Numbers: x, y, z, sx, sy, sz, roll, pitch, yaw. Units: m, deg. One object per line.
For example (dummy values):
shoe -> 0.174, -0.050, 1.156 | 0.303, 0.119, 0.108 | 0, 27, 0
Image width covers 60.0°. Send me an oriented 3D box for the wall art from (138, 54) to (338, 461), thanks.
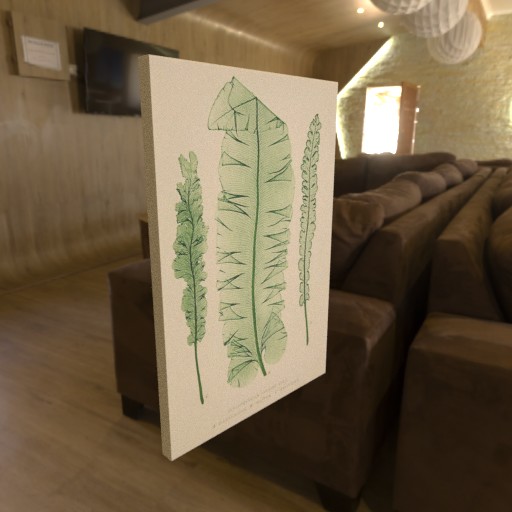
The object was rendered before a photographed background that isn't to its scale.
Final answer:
wall art -> 0.000, 0.000, 1.181 | 0.610, 0.914, 0.038 | -14, 20, -42
